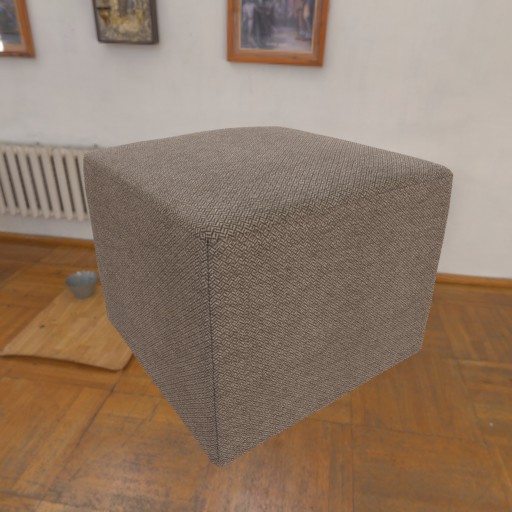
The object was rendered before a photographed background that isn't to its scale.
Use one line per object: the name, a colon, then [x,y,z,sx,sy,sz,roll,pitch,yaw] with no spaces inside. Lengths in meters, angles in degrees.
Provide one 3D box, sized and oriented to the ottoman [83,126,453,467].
ottoman: [0.000,0.000,0.905,0.512,0.453,0.519,-17,31,-31]
